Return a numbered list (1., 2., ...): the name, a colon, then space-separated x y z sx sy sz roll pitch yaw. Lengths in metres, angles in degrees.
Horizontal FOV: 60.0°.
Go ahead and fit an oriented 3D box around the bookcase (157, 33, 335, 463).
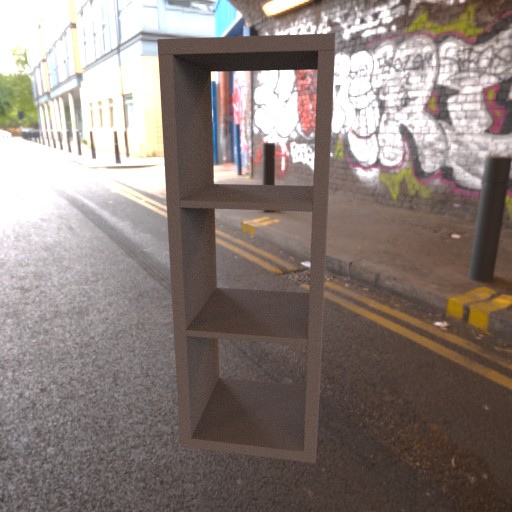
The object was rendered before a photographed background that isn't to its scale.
1. bookcase: 0.000 0.000 1.261 0.390 1.080 0.330 3 17 9
